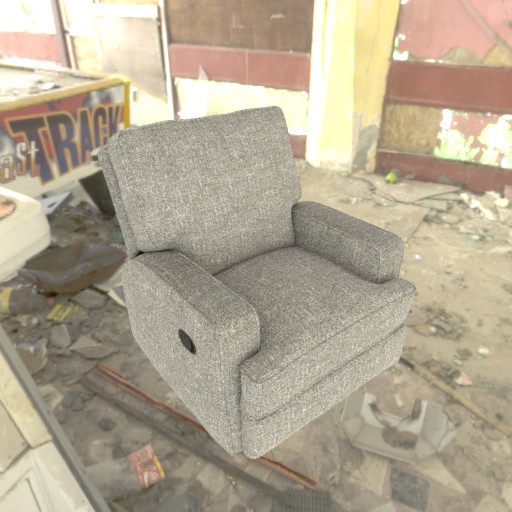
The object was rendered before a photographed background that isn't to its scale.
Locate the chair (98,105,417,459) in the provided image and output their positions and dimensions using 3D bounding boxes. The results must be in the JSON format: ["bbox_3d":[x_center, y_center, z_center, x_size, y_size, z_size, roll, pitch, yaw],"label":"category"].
[{"bbox_3d":[0.000,0.000,1.684,0.861,0.962,0.964,-22,37,-32],"label":"chair"}]
